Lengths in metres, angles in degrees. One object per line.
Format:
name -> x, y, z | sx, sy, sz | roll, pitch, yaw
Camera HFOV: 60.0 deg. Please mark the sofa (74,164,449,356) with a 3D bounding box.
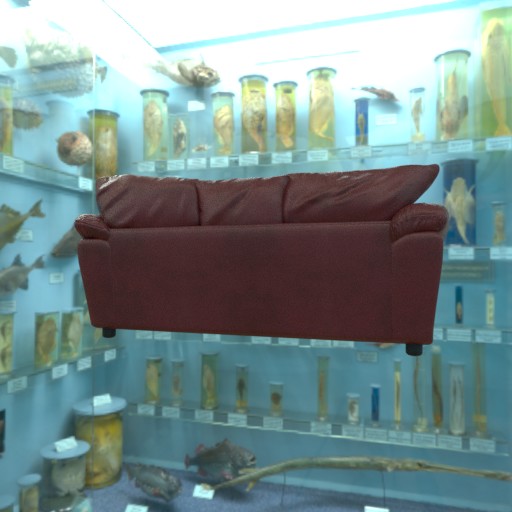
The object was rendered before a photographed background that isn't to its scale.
sofa -> 0.000, 0.000, 2.952 | 2.390, 1.091, 0.907 | 0, -1, 18
